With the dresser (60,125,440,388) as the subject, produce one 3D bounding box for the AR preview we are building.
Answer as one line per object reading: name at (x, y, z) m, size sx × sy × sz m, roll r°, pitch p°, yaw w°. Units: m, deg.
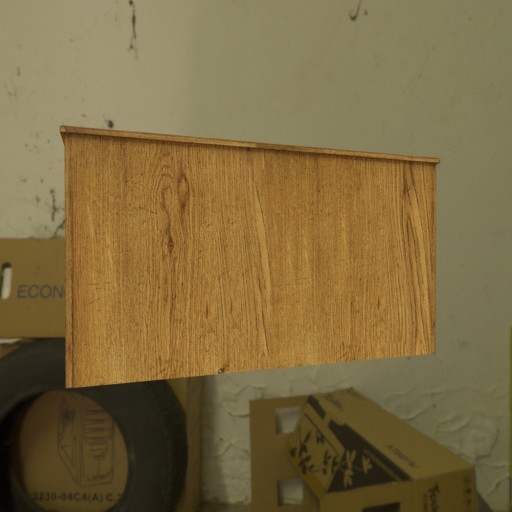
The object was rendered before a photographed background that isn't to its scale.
dresser at (0.000, 0.000, 2.098) m, size 1.657 × 0.932 × 0.563 m, roll 0°, pitch 1°, yaw -19°
